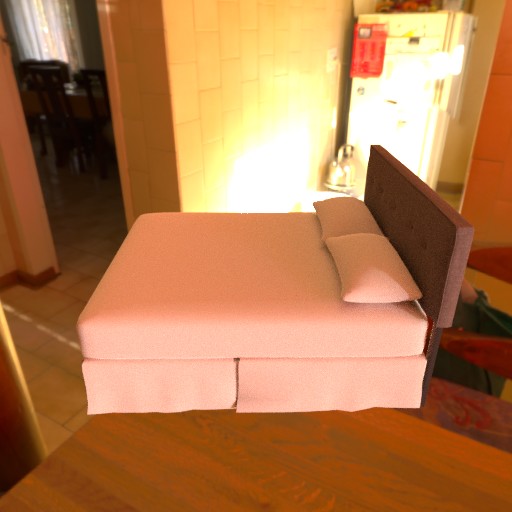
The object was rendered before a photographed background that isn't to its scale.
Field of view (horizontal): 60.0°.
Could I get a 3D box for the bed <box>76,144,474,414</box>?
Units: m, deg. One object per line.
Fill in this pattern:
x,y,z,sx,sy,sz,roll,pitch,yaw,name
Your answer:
0.000,0.000,2.853,1.894,1.089,1.610,0,27,-1,bed
